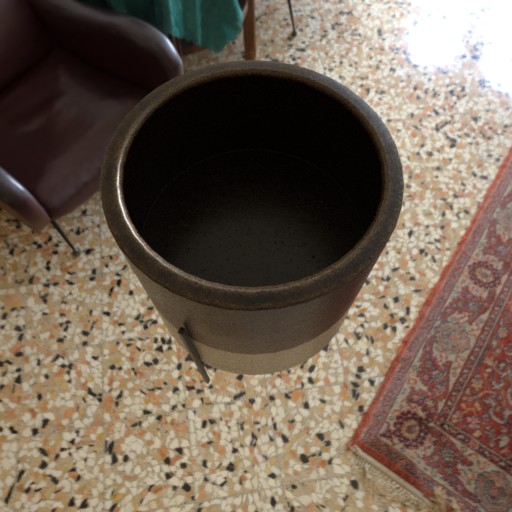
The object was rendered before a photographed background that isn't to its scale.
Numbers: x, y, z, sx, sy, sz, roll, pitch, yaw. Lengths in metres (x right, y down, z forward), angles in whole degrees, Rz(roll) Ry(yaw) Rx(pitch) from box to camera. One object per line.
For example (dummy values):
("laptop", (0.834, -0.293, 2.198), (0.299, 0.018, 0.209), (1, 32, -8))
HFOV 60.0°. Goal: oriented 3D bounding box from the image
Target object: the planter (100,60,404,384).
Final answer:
("planter", (0.000, 0.000, 0.708), (0.354, 0.465, 0.345), (0, 64, 0))
